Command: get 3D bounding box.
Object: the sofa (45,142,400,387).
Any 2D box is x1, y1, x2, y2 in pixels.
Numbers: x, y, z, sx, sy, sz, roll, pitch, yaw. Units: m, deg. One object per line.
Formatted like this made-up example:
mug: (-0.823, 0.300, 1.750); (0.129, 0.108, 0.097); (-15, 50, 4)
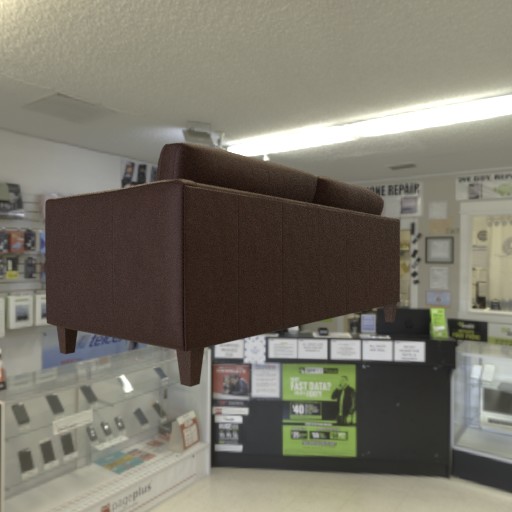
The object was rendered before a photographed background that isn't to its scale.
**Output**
sofa: (0.000, 0.000, 2.453); (0.923, 0.863, 1.971); (0, 0, 38)
